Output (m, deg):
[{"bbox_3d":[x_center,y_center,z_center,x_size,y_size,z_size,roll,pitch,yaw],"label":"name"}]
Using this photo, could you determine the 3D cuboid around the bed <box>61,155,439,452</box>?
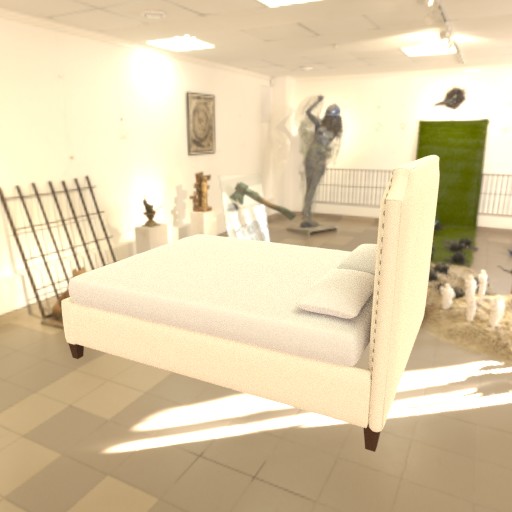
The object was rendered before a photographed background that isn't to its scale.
[{"bbox_3d":[0.000,0.000,3.367,2.372,1.497,1.712,8,17,26],"label":"bed"}]
